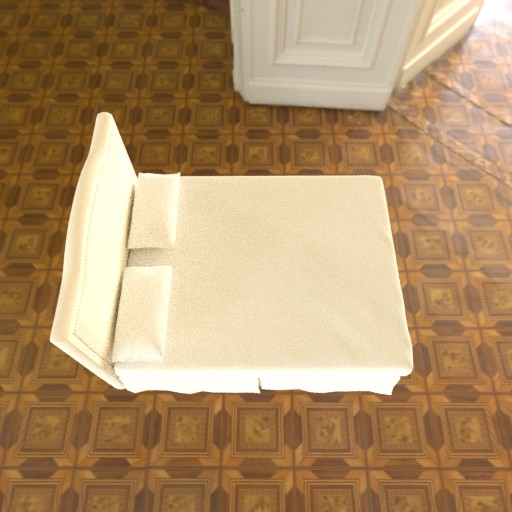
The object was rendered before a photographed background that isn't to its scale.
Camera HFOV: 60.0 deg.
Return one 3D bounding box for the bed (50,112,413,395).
[{"bbox_3d":[0.000,0.000,3.376,2.282,1.436,1.821,0,63,0],"label":"bed"}]
